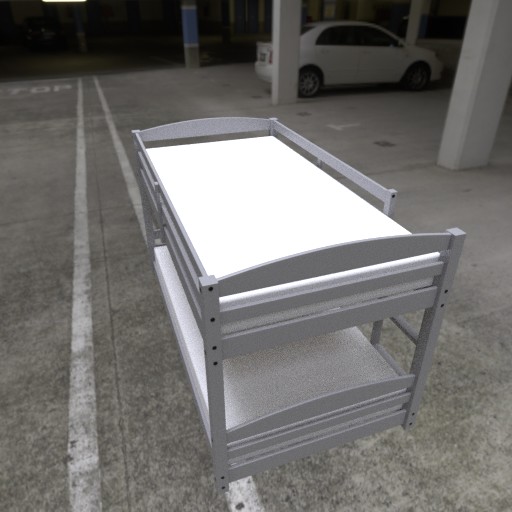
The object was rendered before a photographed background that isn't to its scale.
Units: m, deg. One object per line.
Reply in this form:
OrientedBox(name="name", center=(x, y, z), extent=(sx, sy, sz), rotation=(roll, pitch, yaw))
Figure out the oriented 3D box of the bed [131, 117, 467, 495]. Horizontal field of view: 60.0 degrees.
OrientedBox(name="bed", center=(0.000, 0.000, 2.697), extent=(1.105, 1.206, 2.013), rotation=(-11, 32, -17))
